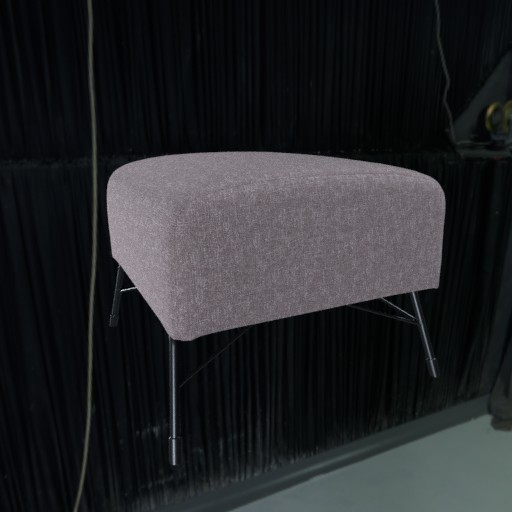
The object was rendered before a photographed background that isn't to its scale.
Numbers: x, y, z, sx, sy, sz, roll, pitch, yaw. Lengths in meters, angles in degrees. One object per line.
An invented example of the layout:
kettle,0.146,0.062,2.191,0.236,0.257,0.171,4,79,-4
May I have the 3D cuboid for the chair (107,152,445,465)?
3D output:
chair,0.000,0.000,0.904,0.530,0.410,0.530,-8,17,-26
